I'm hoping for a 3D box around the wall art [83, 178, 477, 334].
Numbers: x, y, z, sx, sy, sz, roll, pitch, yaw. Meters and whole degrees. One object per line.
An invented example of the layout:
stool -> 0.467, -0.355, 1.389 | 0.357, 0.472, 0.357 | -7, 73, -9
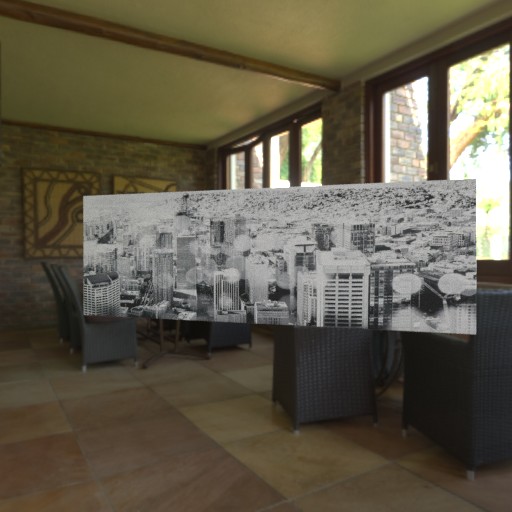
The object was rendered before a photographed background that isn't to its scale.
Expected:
wall art -> 0.000, 0.000, 0.852 | 0.763, 0.255, 0.038 | 0, 1, 17
